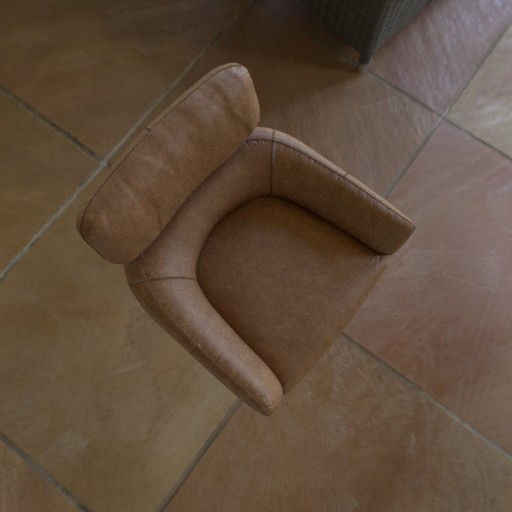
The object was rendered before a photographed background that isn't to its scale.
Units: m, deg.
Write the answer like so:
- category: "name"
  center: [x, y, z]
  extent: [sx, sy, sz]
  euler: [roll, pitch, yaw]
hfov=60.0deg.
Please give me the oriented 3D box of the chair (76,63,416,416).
- category: "chair"
  center: [0.000, 0.000, 1.386]
  extent: [0.715, 0.812, 0.706]
  euler: [39, 79, 9]
